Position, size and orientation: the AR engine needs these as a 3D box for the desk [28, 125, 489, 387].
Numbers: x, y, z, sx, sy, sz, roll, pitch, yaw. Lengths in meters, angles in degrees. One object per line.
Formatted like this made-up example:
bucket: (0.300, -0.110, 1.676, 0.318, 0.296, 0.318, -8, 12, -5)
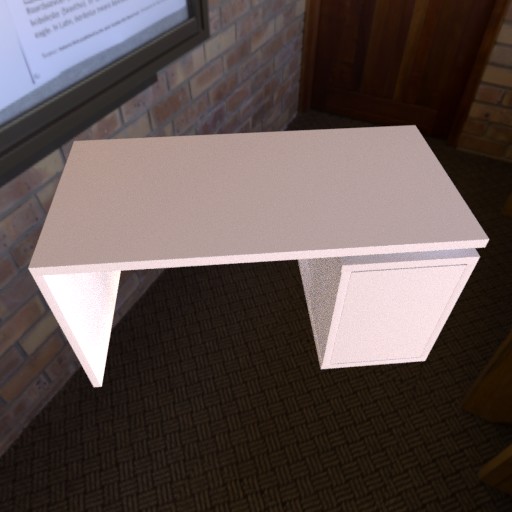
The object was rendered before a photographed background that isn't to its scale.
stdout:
desk: (0.000, 0.000, 1.844, 1.400, 0.740, 0.690, -4, 46, -3)
